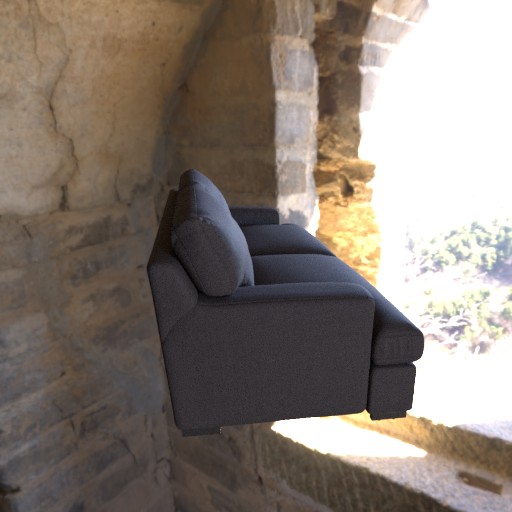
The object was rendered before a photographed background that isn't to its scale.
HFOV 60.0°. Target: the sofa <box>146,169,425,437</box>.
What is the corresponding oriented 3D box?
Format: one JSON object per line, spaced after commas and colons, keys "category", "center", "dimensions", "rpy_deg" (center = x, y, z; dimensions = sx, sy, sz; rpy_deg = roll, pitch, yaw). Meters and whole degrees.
{"category": "sofa", "center": [0.000, 0.000, 2.819], "dimensions": [1.140, 0.950, 2.271], "rpy_deg": [-2, 16, -8]}
